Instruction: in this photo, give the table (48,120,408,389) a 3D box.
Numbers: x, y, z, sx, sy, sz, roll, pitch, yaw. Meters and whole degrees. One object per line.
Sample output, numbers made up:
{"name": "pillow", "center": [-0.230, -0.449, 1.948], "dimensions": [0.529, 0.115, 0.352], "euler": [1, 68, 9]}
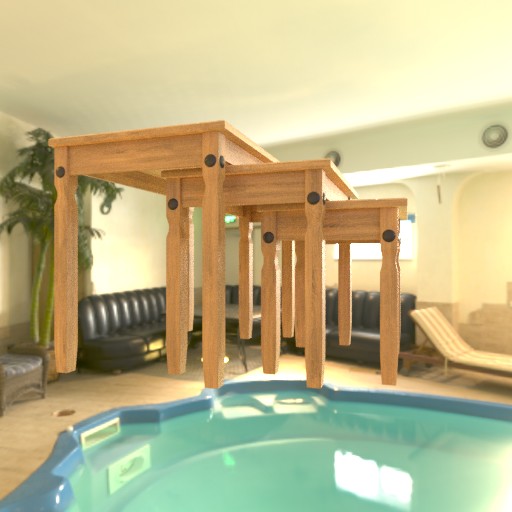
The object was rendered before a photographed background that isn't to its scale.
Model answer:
{"name": "table", "center": [0.000, 0.000, 1.195], "dimensions": [0.773, 0.535, 0.660], "euler": [0, 0, 19]}
